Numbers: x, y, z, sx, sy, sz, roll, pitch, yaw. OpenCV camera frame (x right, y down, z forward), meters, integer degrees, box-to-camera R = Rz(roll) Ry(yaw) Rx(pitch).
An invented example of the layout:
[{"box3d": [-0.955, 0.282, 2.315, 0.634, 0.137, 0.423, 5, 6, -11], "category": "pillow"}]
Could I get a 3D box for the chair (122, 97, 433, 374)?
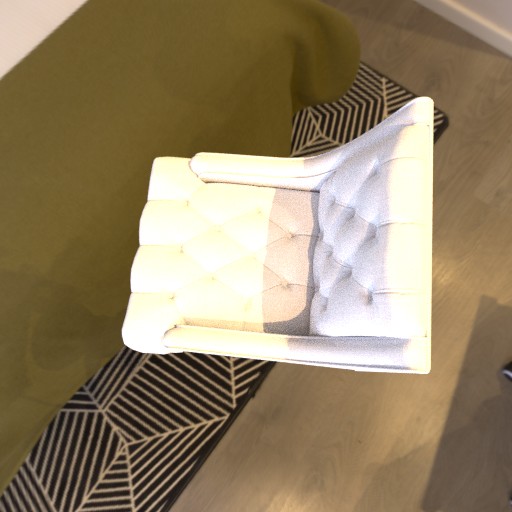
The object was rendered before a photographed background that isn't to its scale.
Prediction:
[{"box3d": [0.000, 0.000, 1.386, 0.772, 0.891, 0.658, 6, 76, 1], "category": "chair"}]
